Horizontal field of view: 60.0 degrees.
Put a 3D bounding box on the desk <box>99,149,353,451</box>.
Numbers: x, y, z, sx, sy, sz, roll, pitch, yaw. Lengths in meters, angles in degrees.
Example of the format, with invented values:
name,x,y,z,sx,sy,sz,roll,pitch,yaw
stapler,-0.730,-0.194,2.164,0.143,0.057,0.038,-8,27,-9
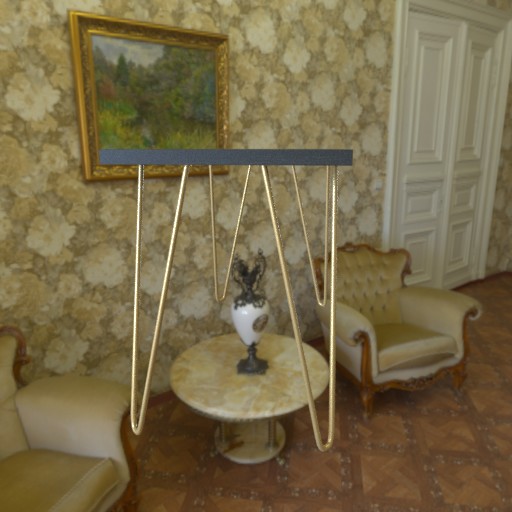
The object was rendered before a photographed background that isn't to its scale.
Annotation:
name,x,y,z,sx,sy,sz,roll,pitch,yaw
desk,0.000,0.000,1.408,0.499,0.660,0.991,2,14,8
